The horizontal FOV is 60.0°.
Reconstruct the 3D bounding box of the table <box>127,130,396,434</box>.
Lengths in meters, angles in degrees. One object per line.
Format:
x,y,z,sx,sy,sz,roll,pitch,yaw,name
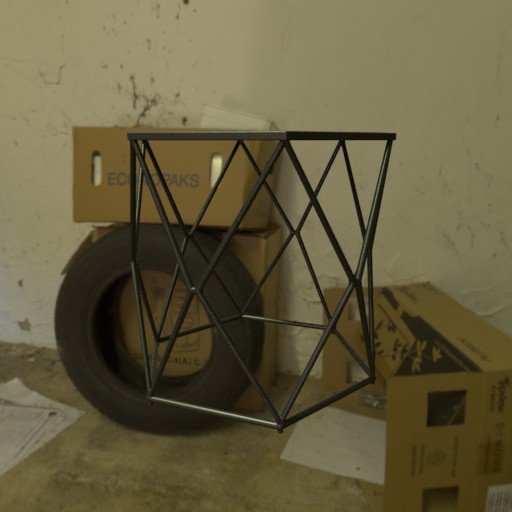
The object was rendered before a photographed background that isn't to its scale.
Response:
0.000,0.000,1.055,0.579,0.564,0.578,-2,15,-9,table
